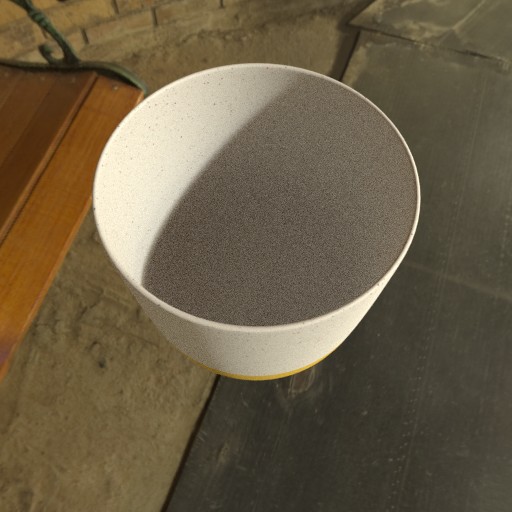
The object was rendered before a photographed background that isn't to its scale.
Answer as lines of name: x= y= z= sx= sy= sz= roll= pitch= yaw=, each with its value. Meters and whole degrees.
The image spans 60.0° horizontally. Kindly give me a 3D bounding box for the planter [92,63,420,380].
planter: x=0.000 y=0.000 z=0.360 sx=0.195 sy=0.214 sz=0.195 roll=0 pitch=63 yaw=0
